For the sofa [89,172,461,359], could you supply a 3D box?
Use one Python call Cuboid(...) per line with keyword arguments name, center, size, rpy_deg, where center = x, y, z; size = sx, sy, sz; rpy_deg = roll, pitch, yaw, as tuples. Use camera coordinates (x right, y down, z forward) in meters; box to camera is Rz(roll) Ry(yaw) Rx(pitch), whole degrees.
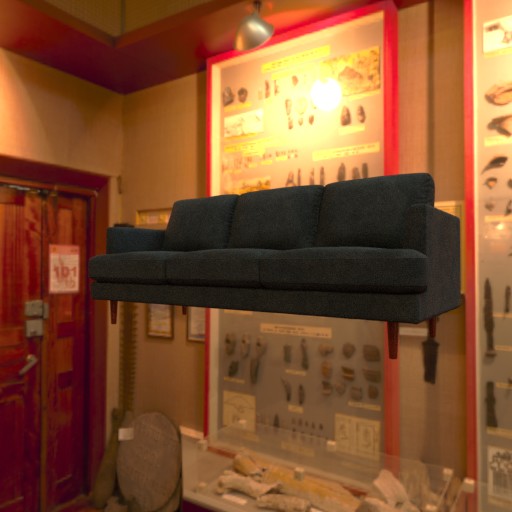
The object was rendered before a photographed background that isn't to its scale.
Cuboid(name="sofa", center=(0.000, 0.000, 2.777), size=(2.246, 0.930, 0.903), rpy_deg=(-1, -1, 35))
